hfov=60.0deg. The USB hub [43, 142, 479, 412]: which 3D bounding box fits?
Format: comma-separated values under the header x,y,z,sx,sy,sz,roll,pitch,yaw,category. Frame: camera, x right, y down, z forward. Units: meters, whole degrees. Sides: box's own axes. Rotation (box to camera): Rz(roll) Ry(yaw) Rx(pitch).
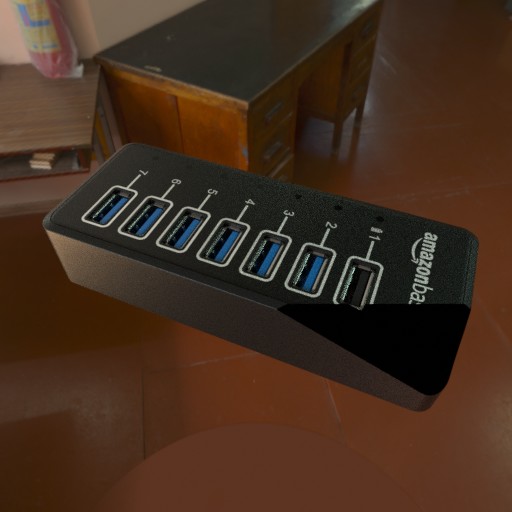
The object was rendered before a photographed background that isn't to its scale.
x,y,z,sx,sy,sz,roll,pitch,yaw,category
0.000,0.000,0.125,0.110,0.023,0.044,18,50,15,USB hub
